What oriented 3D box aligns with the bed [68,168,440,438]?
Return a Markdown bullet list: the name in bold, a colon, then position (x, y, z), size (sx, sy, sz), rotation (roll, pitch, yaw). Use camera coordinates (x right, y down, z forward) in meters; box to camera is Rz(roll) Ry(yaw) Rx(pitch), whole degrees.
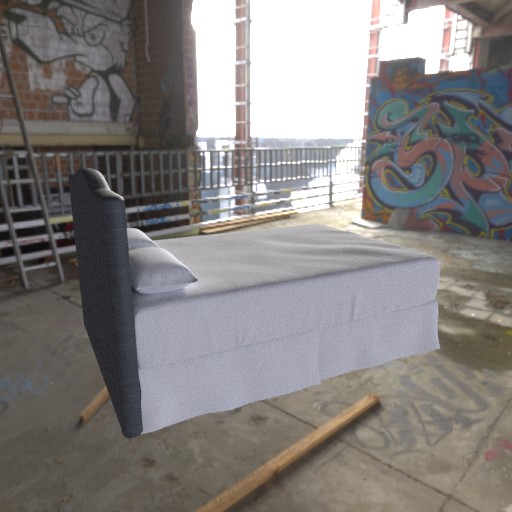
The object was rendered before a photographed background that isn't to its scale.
- **bed**: position (0.000, 0.000, 3.524), size (2.507, 1.441, 1.747), rotation (-8, 17, -26)
